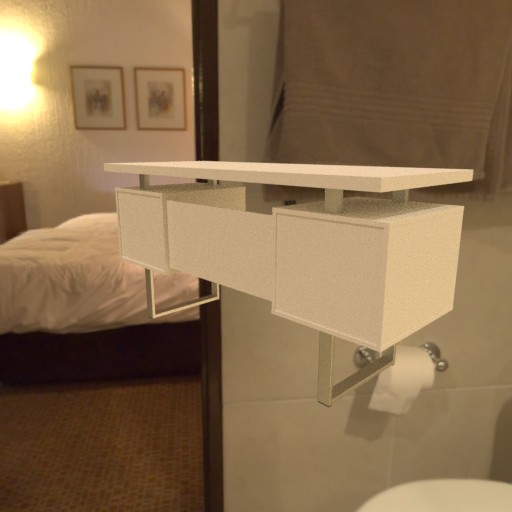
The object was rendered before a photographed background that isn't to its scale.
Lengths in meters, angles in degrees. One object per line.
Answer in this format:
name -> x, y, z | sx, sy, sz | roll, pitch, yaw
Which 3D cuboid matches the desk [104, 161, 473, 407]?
desk -> 0.000, 0.000, 1.941 | 0.603, 0.773, 1.530 | -13, 19, -43
